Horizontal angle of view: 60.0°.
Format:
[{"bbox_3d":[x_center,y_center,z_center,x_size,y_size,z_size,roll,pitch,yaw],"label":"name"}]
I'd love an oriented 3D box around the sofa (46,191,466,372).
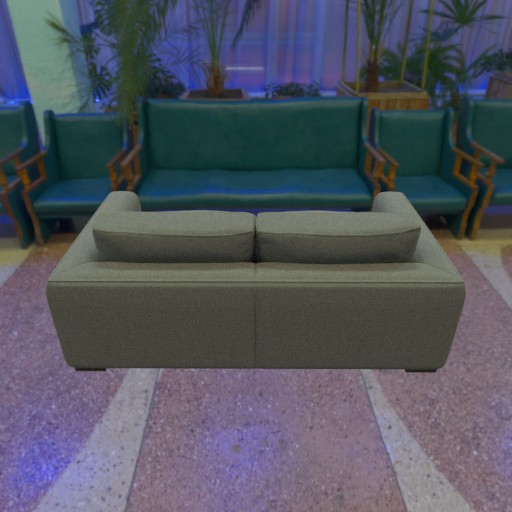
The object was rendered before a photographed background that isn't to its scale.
[{"bbox_3d":[0.000,0.000,2.494,1.920,0.800,1.069,0,31,0],"label":"sofa"}]
